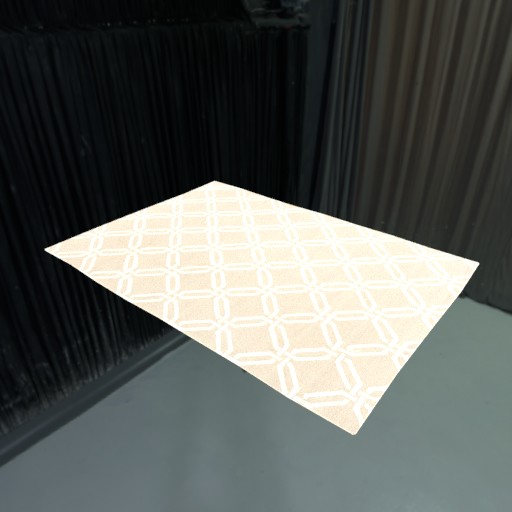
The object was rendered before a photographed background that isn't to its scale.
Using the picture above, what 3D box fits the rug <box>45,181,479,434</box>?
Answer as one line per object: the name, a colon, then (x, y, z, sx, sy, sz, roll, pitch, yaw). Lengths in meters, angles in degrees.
rug: (0.000, 0.000, 2.642, 2.135, 0.013, 1.524, 22, 37, 33)
